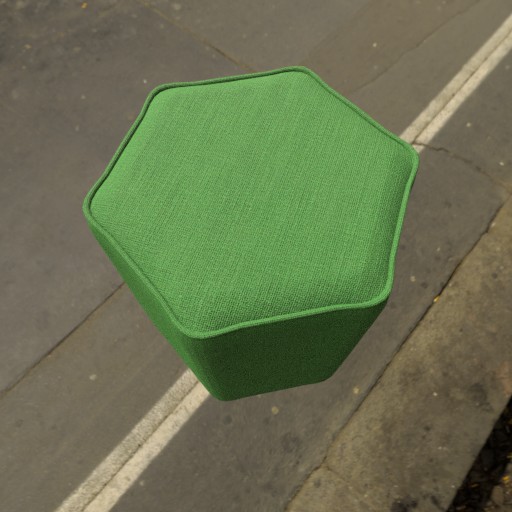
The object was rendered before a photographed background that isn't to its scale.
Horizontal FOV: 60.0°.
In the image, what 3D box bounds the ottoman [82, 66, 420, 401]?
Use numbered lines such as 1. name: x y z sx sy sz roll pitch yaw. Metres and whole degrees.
1. ottoman: 0.000 0.000 0.851 0.444 0.507 0.499 17 64 8
